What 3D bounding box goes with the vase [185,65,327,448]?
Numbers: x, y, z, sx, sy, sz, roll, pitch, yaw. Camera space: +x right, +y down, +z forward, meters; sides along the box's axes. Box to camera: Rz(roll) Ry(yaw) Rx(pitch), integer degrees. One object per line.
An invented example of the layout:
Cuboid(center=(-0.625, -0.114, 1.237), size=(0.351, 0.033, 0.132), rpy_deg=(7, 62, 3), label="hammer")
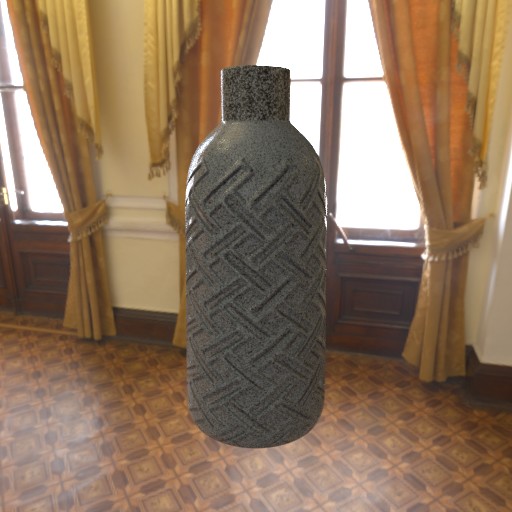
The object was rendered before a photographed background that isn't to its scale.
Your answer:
Cuboid(center=(0.000, 0.000, 0.362), size=(0.122, 0.282, 0.122), rpy_deg=(0, 16, 0), label="vase")
